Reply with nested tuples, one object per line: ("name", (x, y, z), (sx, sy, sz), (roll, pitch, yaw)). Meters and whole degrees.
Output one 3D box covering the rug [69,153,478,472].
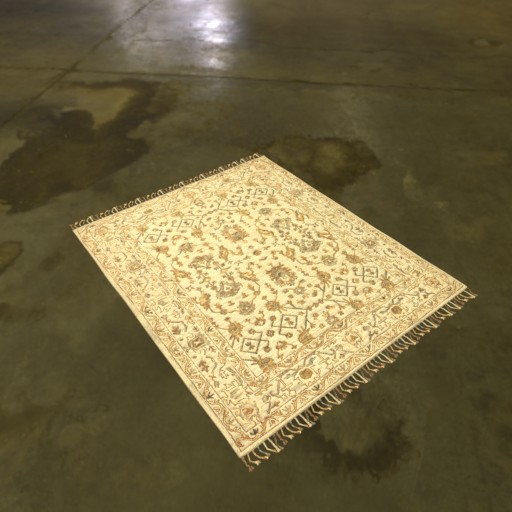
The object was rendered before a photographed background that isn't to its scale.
("rug", (0.000, 0.000, 4.100), (2.426, 0.034, 3.061), (-27, 49, -27))
